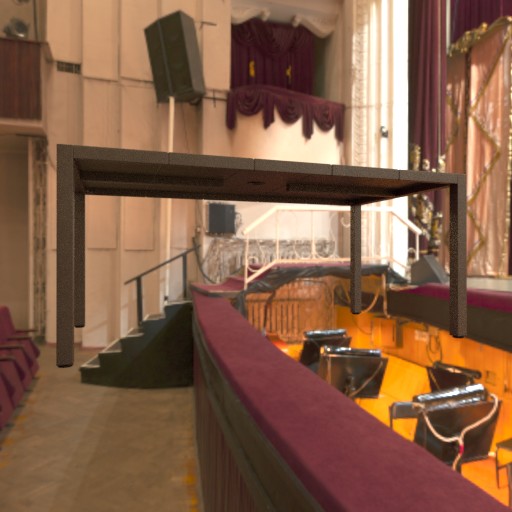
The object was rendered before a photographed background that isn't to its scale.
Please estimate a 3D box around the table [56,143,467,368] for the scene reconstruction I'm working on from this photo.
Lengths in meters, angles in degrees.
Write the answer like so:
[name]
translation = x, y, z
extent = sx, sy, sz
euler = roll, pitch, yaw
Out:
[table]
translation = 0.000, 0.000, 2.142
extent = 1.680, 0.735, 0.914
euler = 0, 0, -19
